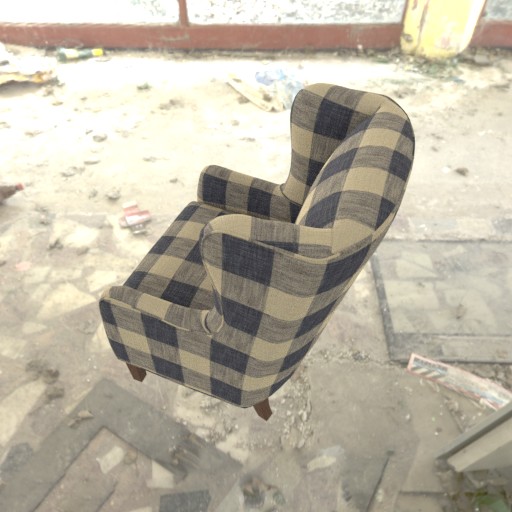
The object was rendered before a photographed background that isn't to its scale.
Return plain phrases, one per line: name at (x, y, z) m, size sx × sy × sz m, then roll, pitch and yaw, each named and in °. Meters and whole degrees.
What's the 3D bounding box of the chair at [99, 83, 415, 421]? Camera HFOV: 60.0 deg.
chair at (0.000, 0.000, 1.644) m, size 0.889 × 1.041 × 0.830 m, roll 16°, pitch 48°, yaw 15°
